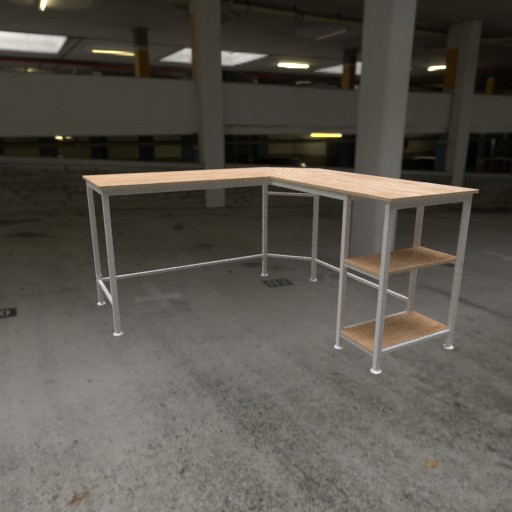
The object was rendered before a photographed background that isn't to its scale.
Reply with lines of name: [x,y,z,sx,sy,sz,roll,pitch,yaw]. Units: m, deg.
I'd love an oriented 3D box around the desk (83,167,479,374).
desk: [0.000,0.000,2.226,1.379,0.739,1.379,-9,18,-27]
